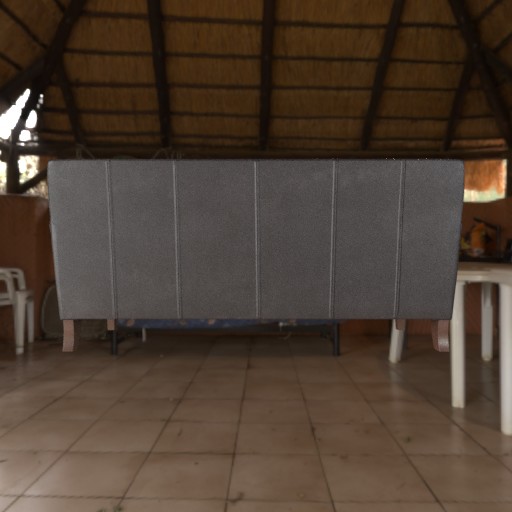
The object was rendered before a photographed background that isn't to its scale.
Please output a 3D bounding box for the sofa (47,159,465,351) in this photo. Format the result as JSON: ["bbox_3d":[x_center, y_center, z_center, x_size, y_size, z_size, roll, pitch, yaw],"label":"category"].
[{"bbox_3d":[0.000,0.000,2.549,2.053,0.947,0.805,0,0,0],"label":"sofa"}]
